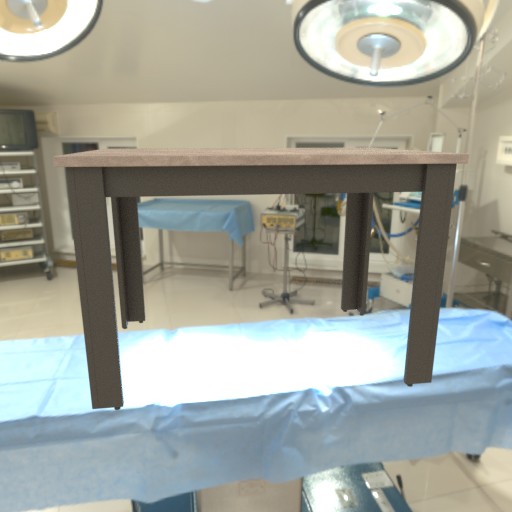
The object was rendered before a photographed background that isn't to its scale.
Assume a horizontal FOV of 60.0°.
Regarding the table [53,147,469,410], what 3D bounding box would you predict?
[{"bbox_3d":[0.000,0.000,1.588,1.100,0.734,0.700,-2,15,-8],"label":"table"}]
